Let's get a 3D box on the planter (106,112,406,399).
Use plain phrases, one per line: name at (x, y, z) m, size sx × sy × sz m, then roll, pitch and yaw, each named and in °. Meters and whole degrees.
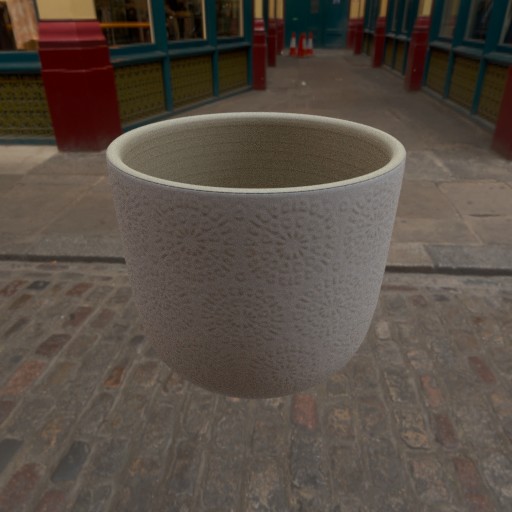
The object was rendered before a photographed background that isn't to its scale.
planter at (0.000, 0.000, 0.365) m, size 0.208 × 0.190 × 0.208 m, roll 0°, pitch 29°, yaw 0°
